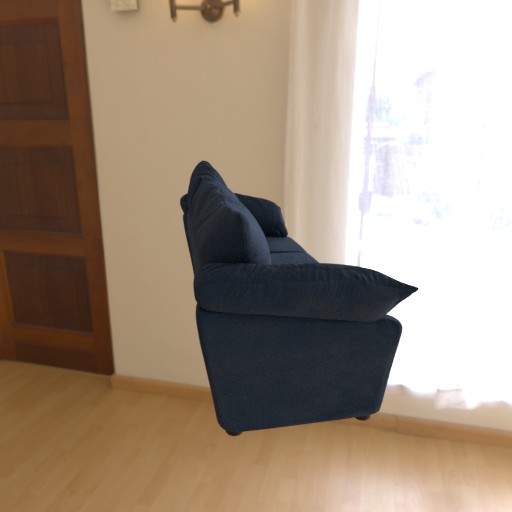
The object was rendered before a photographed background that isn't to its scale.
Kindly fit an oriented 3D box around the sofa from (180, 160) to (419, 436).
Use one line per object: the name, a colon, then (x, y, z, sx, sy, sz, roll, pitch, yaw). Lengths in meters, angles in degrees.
sofa: (0.000, 0.000, 2.839, 0.907, 1.091, 2.390, -3, 16, -10)
